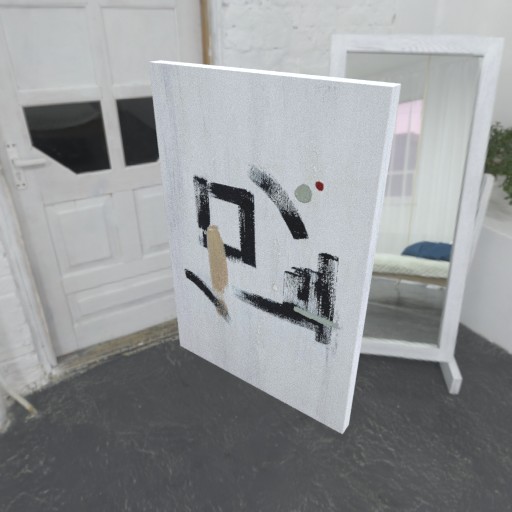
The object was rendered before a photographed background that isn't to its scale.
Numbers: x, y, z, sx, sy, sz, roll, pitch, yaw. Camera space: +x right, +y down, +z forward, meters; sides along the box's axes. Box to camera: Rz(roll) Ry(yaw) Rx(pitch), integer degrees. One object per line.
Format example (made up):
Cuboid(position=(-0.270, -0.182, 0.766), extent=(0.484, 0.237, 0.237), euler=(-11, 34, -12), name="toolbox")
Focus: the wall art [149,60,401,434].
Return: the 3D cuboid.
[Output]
Cuboid(position=(0.000, 0.000, 1.178), extent=(0.624, 0.914, 0.043), euler=(20, 35, 31), name="wall art")
